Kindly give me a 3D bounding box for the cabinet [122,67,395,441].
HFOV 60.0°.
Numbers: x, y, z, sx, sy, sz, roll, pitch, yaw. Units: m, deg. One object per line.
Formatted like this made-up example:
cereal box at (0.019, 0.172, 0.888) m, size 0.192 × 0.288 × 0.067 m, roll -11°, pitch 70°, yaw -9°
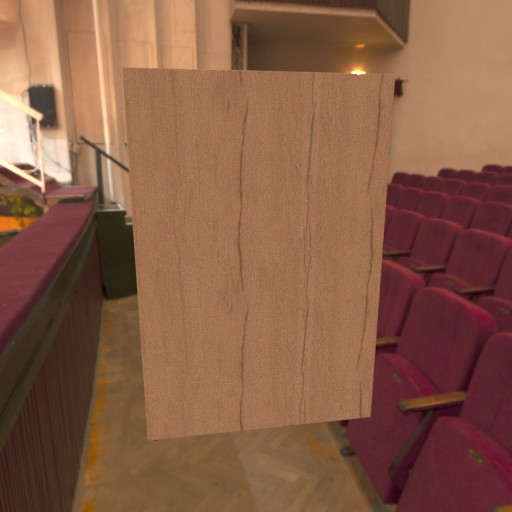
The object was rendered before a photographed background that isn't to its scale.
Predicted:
cabinet at (0.000, 0.000, 2.766) m, size 1.400 × 2.070 × 0.580 m, roll -2°, pitch 15°, yaw -9°
